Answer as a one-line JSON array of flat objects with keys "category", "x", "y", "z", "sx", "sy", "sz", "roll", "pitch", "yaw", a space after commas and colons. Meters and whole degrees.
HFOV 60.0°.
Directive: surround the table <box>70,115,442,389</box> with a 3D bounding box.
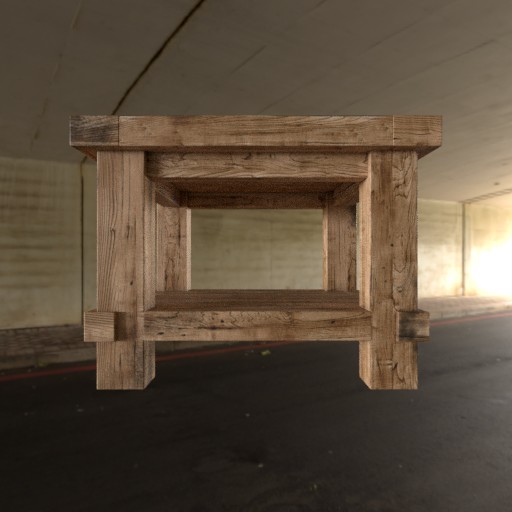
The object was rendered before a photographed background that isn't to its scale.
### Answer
[{"category": "table", "x": 0.000, "y": 0.000, "z": 1.028, "sx": 0.610, "sy": 0.457, "sz": 0.610, "roll": 0, "pitch": 0, "yaw": 0}]
